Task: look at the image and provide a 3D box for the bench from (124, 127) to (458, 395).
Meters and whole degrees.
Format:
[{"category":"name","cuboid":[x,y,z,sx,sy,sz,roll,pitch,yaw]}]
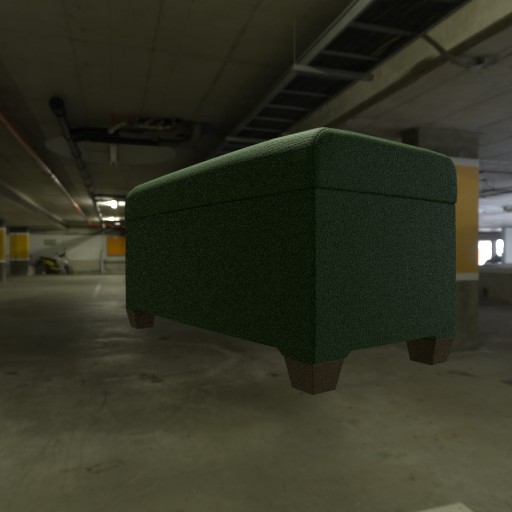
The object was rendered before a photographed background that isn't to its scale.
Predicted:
[{"category":"bench","cuboid":[0.000,0.000,1.301,0.505,0.501,0.989,0,0,-36]}]
